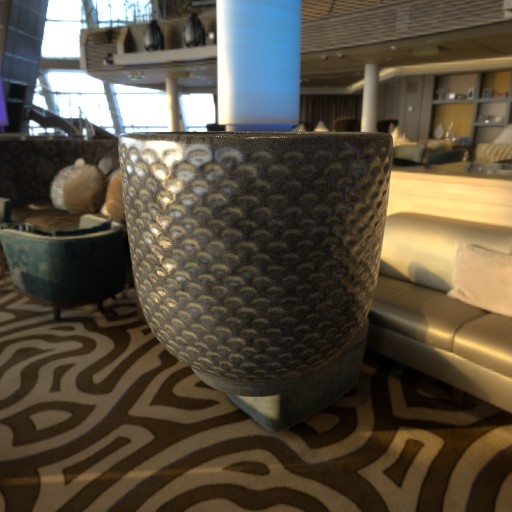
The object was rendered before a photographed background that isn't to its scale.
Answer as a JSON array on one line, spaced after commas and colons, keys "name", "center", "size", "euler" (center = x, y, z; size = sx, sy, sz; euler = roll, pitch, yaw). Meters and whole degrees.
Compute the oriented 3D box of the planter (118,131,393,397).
[{"name": "planter", "center": [0.000, 0.000, 0.354], "size": [0.197, 0.191, 0.197], "euler": [0, 16, 0]}]
